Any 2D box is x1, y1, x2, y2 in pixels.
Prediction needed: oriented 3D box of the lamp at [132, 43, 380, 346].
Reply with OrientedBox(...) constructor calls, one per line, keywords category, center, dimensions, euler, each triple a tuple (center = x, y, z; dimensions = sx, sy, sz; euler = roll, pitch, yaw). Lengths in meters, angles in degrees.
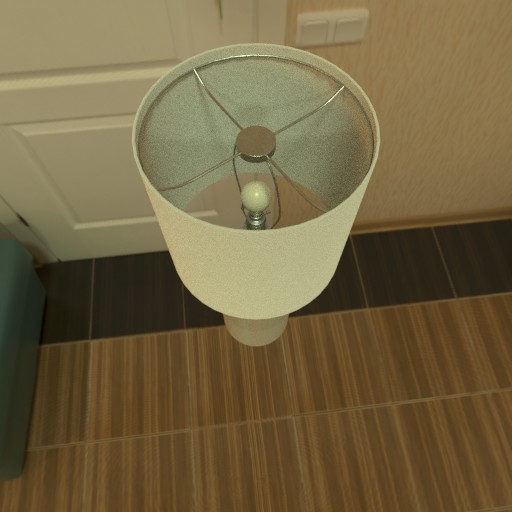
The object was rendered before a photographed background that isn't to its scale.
OrientedBox(category="lamp", center=(0.000, 0.000, 0.600), dimensions=(0.212, 0.493, 0.212), euler=(-33, 68, -15))
